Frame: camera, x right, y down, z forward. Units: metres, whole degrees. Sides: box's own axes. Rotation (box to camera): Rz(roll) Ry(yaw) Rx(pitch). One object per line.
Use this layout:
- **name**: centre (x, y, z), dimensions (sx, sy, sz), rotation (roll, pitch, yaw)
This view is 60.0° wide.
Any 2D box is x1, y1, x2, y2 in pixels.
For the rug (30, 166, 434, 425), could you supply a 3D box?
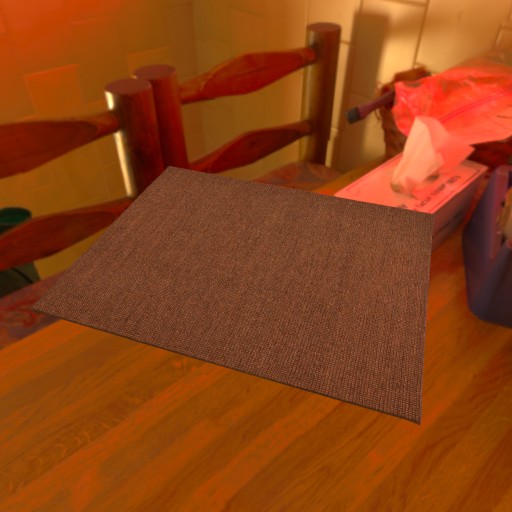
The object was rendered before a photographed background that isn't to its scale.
- **rug**: centre (0.000, 0.000, 4.089), dimensions (3.068, 0.021, 2.456), rotation (13, 42, 14)
